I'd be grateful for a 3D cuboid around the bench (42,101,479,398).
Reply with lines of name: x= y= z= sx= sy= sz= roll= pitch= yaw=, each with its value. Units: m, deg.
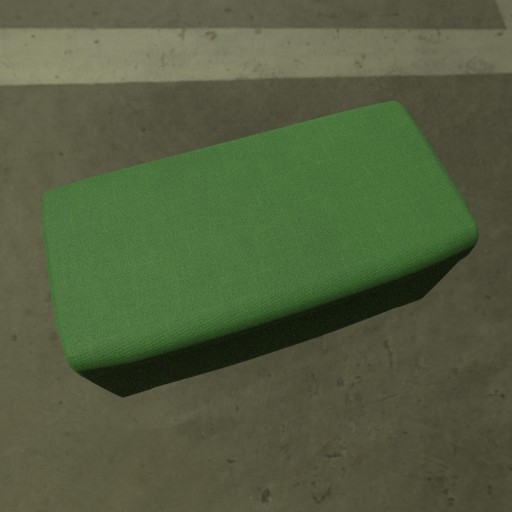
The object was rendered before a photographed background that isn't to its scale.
bench: x=0.000 y=0.000 z=1.258 sx=0.989 sy=0.501 sz=0.505 roll=-17 pitch=66 yaw=-8
